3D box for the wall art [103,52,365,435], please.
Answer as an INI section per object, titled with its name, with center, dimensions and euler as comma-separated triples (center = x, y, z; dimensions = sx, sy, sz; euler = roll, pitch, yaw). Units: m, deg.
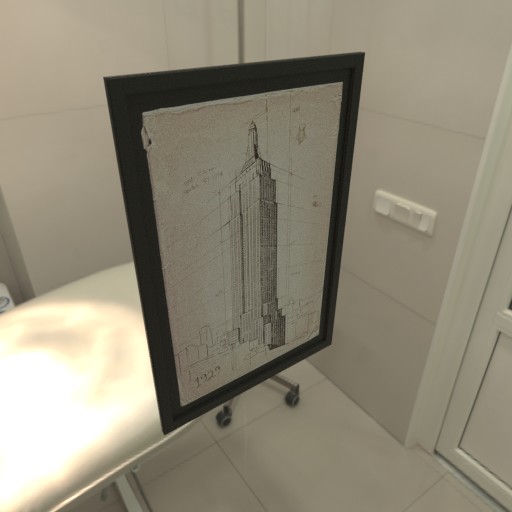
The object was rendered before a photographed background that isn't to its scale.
[wall art]
center = 0.000, 0.000, 0.820
dimensions = 0.451, 0.661, 0.012
euler = -20, 36, -30
